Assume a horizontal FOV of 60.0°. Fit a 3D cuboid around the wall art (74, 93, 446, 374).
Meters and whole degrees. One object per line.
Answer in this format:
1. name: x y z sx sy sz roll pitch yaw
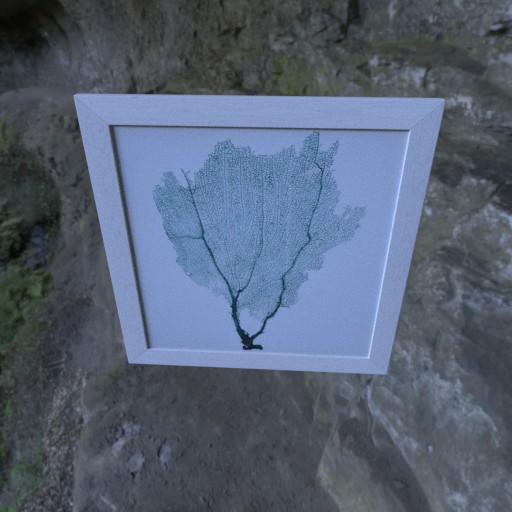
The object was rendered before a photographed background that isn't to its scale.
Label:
1. wall art: 0.000 0.000 0.835 0.572 0.577 0.015 2 32 3
